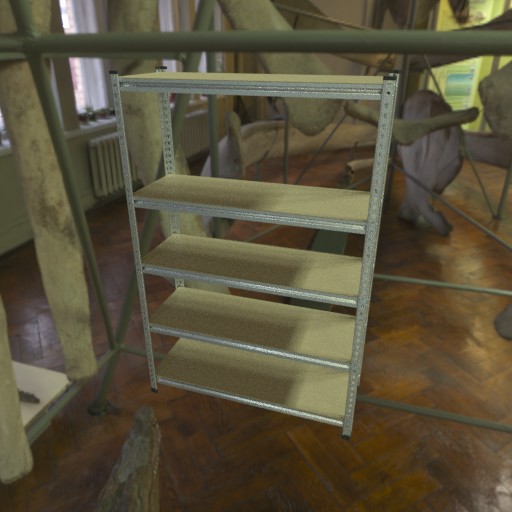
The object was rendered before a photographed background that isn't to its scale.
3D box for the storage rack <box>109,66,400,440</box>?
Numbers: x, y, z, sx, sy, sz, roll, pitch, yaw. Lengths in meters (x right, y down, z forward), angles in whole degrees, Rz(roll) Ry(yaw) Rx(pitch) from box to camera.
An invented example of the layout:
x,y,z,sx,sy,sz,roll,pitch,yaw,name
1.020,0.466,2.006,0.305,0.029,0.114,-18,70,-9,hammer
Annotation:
x,y,z,sx,sy,sz,roll,pitch,yaw,name
0.000,0.000,2.365,1.219,1.829,0.457,8,27,16,storage rack
